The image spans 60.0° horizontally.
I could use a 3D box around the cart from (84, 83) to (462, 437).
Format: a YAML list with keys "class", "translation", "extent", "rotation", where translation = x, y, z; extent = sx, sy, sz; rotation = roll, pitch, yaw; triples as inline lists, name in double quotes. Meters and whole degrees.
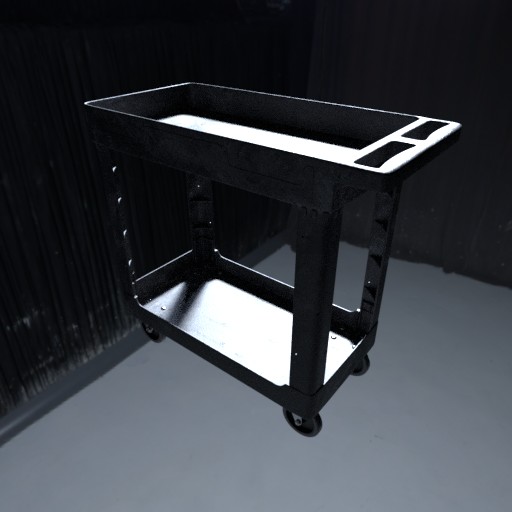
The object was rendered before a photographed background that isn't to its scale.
- class: "cart"
  translation: [0.000, 0.000, 1.304]
  extent: [0.877, 0.824, 0.420]
  rotation: [22, 37, 32]
